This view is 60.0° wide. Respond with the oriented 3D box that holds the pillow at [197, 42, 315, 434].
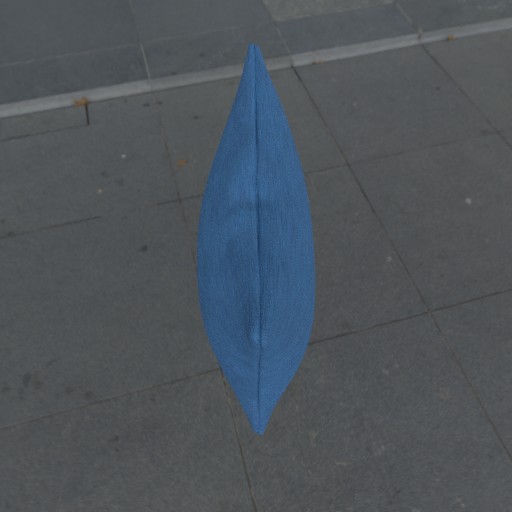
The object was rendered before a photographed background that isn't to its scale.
[{"bbox_3d":[0.000,0.000,0.665,0.177,0.420,0.437,-1,57,0],"label":"pillow"}]
